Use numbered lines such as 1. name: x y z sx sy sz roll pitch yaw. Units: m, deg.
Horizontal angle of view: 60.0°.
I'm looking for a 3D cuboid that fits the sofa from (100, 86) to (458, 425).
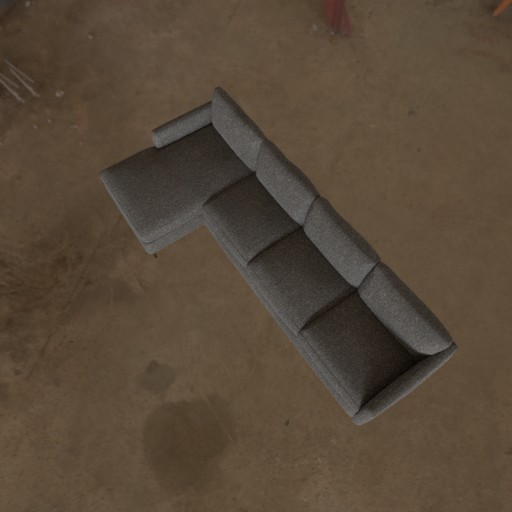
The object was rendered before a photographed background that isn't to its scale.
1. sofa: 0.000 0.000 3.512 1.350 0.810 2.932 -32 68 -15
